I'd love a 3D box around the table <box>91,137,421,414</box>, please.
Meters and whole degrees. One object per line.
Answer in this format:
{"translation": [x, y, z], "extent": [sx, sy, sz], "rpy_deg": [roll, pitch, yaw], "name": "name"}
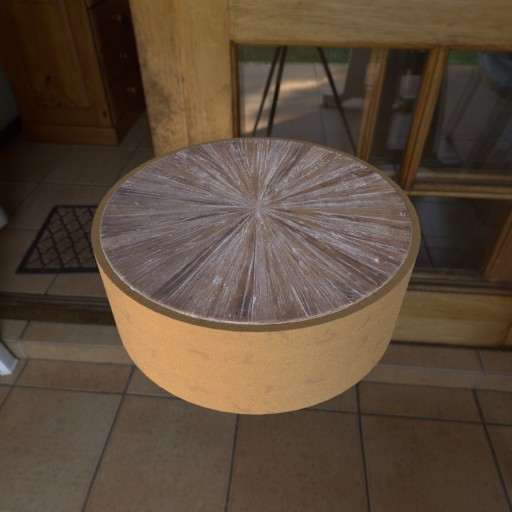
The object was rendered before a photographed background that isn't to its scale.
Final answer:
{"translation": [0.000, 0.000, 1.528], "extent": [1.001, 0.409, 1.001], "rpy_deg": [0, 41, 0], "name": "table"}
